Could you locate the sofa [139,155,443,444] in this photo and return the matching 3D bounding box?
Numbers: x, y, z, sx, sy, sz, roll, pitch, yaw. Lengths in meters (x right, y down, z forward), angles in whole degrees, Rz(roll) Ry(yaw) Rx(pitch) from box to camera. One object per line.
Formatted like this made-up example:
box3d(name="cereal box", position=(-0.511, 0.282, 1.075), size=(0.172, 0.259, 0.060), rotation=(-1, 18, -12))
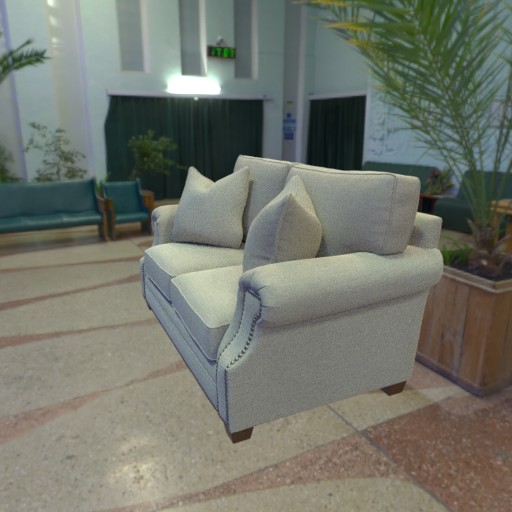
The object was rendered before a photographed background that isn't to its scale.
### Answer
box3d(name="sofa", position=(0.000, 0.000, 2.337), size=(0.966, 0.966, 1.701), rotation=(-7, 17, -24))
